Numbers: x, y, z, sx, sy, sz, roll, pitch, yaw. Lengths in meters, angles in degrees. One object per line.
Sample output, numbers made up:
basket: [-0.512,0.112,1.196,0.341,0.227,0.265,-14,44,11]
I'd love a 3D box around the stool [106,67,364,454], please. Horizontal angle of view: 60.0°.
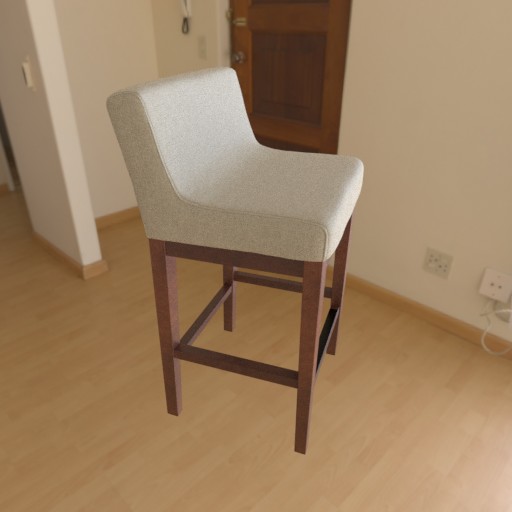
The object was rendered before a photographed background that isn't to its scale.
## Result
stool: [0.000,0.000,1.247,0.500,0.937,0.511,10,30,17]
